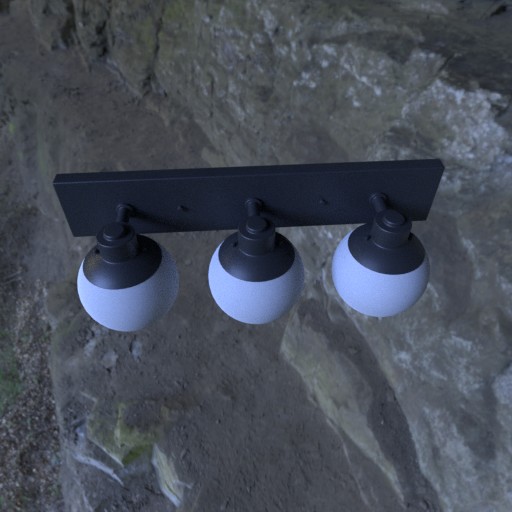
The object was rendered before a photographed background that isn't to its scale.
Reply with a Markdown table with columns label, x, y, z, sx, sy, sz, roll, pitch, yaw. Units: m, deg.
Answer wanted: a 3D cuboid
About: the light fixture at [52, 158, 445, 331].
| label | x | y | z | sx | sy | sz | roll | pitch | yaw |
| --- | --- | --- | --- | --- | --- | --- | --- | --- | --- |
| light fixture | 0.000 | 0.000 | 0.848 | 0.721 | 0.263 | 0.218 | -3 | 45 | -3 |
